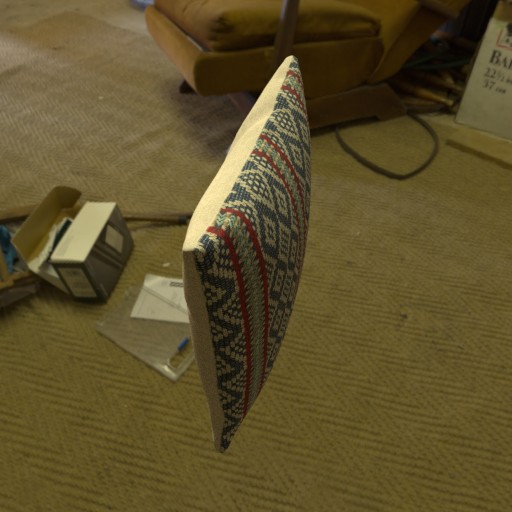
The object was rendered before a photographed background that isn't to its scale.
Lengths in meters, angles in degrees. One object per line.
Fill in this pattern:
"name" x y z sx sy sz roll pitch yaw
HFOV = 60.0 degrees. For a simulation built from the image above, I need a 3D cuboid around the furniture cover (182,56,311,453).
"furniture cover" 0.000 0.000 0.664 0.139 0.431 0.431 11 46 10
